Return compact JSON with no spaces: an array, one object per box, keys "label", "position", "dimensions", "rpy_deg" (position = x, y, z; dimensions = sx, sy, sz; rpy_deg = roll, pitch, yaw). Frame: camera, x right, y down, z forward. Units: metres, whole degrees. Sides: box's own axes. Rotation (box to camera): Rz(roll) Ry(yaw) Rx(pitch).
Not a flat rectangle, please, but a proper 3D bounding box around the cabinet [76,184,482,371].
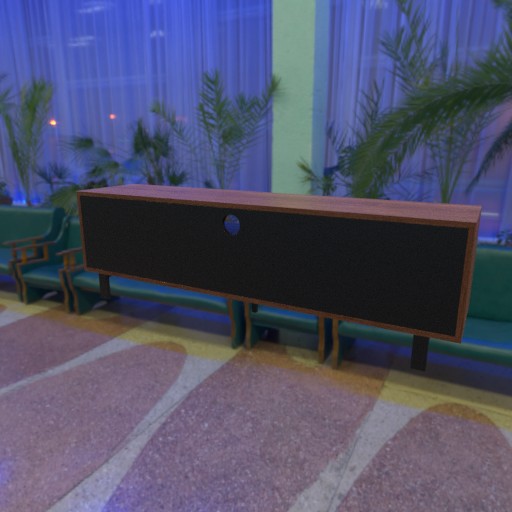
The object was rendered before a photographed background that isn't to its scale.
[{"label":"cabinet","position":[0.000,0.000,1.881],"dimensions":[1.650,0.500,0.400],"rpy_deg":[8,17,27]}]
